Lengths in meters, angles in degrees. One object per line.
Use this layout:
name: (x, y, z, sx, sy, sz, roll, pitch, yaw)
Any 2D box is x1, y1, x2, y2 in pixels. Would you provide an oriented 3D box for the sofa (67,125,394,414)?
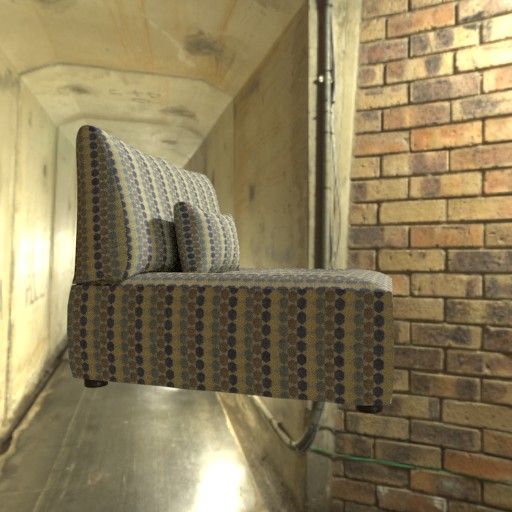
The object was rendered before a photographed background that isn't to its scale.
sofa: (0.000, 0.000, 1.692, 1.000, 0.830, 0.930, 0, 0, 17)
